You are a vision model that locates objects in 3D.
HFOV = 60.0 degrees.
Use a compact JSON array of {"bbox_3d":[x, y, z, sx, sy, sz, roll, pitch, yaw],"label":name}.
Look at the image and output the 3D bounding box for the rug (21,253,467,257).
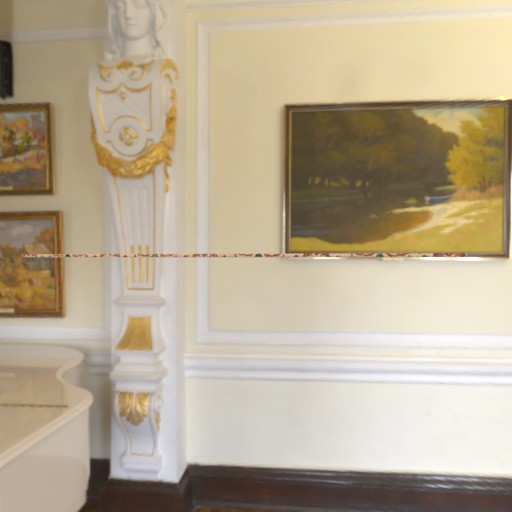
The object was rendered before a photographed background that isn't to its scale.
[{"bbox_3d":[0.000,0.000,2.874,2.297,0.018,1.541,0,0,18],"label":"rug"}]
